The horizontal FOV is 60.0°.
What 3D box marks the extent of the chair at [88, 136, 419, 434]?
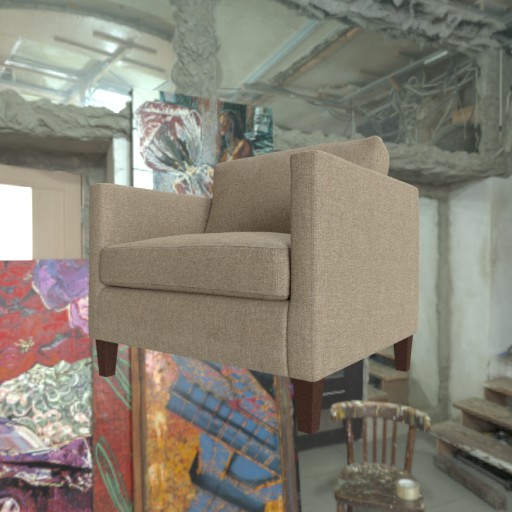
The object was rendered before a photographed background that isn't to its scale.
[{"bbox_3d":[0.000,0.000,1.872,1.107,0.987,0.959,0,1,36],"label":"chair"}]
